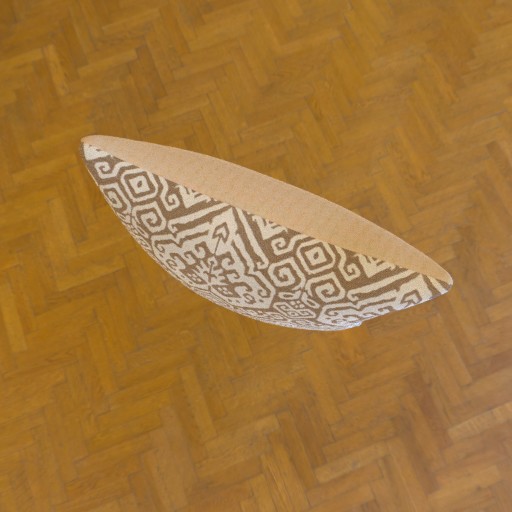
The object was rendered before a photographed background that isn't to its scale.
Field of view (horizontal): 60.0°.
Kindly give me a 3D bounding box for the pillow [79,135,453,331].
[{"bbox_3d":[0.000,0.000,0.645,0.419,0.407,0.173,22,77,5],"label":"pillow"}]
